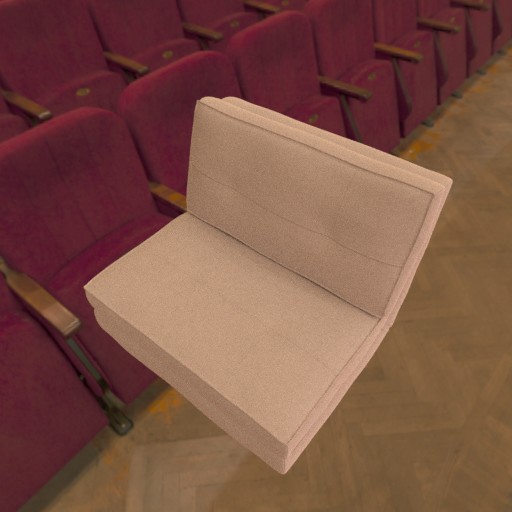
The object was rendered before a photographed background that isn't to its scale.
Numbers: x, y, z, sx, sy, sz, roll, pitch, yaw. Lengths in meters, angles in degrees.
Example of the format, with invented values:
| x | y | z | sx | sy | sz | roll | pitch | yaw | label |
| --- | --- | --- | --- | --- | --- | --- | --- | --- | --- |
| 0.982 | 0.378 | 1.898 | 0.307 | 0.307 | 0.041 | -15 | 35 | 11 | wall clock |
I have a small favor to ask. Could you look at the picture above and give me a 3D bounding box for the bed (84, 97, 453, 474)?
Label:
| x | y | z | sx | sy | sz | roll | pitch | yaw | label |
| --- | --- | --- | --- | --- | --- | --- | --- | --- | --- |
| 0.000 | 0.000 | 1.311 | 0.799 | 0.614 | 0.749 | 30 | 52 | 26 | bed |
